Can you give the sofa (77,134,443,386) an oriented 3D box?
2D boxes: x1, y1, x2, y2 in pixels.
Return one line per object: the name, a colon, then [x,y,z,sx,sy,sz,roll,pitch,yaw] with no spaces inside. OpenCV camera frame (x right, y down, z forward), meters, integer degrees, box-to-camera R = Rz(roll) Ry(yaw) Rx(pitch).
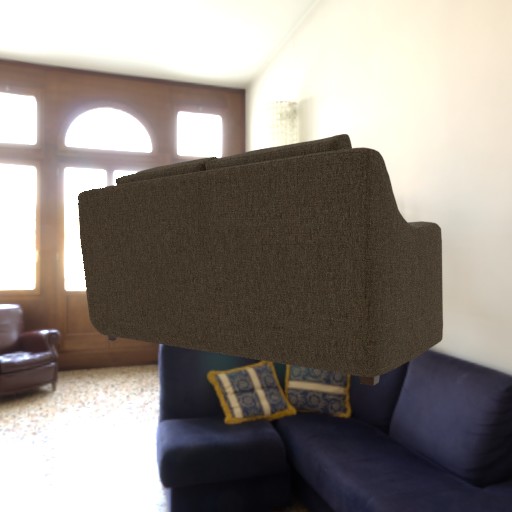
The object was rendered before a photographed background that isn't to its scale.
sofa: [0.000,0.000,2.443,1.778,0.991,1.120,0,-1,36]
